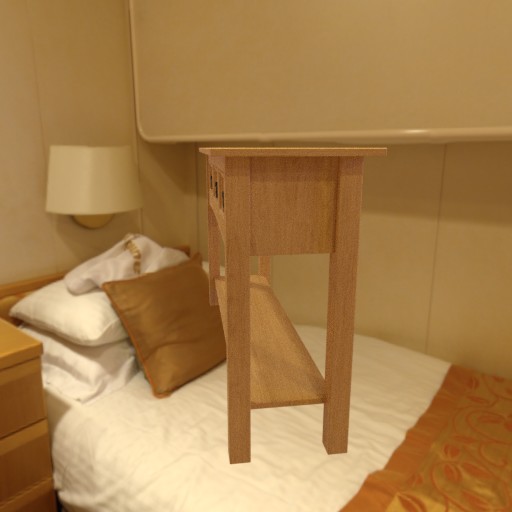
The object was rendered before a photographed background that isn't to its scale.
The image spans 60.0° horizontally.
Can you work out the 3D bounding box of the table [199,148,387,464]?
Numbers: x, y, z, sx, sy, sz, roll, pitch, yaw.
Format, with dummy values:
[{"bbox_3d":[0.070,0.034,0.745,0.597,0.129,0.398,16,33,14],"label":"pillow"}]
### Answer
[{"bbox_3d":[0.000,0.000,1.537,0.350,0.730,1.240,-2,14,-8],"label":"table"}]
